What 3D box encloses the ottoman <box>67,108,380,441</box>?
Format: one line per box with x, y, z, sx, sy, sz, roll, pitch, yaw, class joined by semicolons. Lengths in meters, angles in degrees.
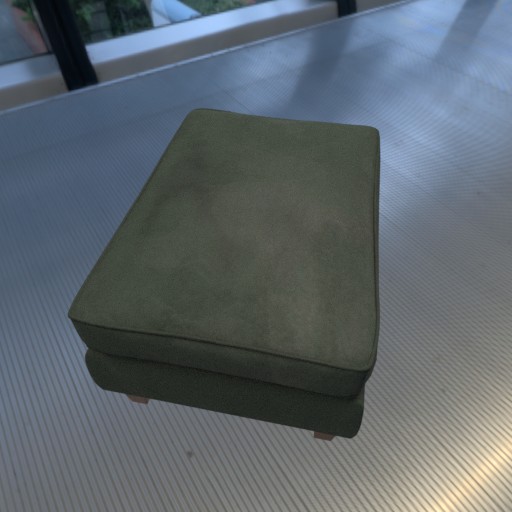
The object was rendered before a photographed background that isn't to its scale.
0.000;0.000;1.250;0.632;0.495;0.864;8;47;8;ottoman
